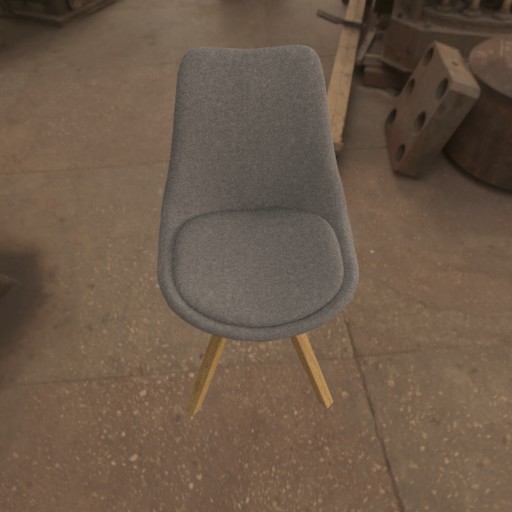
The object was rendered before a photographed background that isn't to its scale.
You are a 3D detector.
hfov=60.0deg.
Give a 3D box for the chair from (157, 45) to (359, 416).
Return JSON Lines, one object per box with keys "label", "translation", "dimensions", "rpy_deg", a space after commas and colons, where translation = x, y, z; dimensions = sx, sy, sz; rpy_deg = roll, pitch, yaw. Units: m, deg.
{"label": "chair", "translation": [0.000, 0.000, 1.157], "dimensions": [0.483, 0.865, 0.550], "rpy_deg": [-2, 46, -2]}
